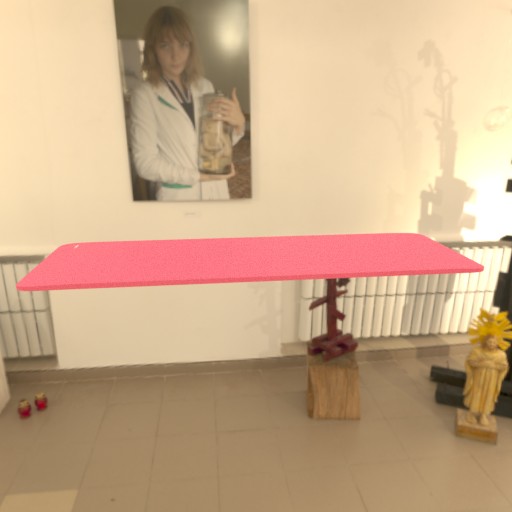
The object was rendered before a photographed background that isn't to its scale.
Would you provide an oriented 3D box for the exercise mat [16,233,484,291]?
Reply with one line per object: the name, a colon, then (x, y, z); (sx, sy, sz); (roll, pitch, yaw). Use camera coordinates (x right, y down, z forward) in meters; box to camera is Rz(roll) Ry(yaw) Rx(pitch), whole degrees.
exercise mat: (0.000, 0.000, 2.024); (1.884, 0.021, 0.616); (-2, 17, -7)
